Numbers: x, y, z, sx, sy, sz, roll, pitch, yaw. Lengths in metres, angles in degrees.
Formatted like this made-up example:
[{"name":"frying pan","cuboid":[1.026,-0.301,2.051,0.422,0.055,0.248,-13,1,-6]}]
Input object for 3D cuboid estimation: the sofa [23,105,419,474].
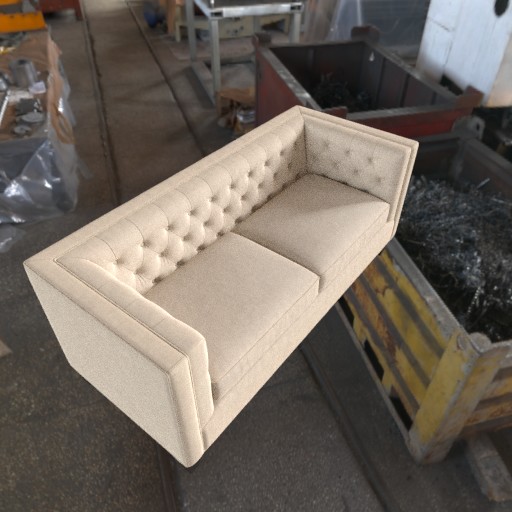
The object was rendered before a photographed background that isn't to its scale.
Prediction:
[{"name":"sofa","cuboid":[0.000,0.000,2.192,0.775,0.762,1.778,27,48,27]}]
